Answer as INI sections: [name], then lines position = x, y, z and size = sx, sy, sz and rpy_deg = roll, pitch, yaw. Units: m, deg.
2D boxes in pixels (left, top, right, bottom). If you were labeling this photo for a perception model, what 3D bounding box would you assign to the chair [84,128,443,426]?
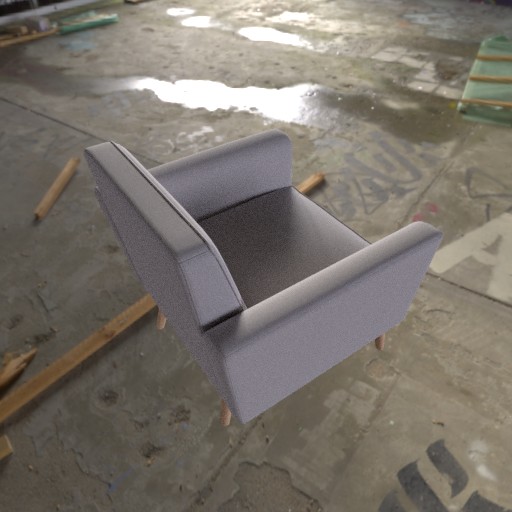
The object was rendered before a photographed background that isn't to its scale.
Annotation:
[chair]
position = 0.000, 0.000, 1.419
size = 0.750, 0.780, 0.780
rpy_deg = -25, 48, -25
